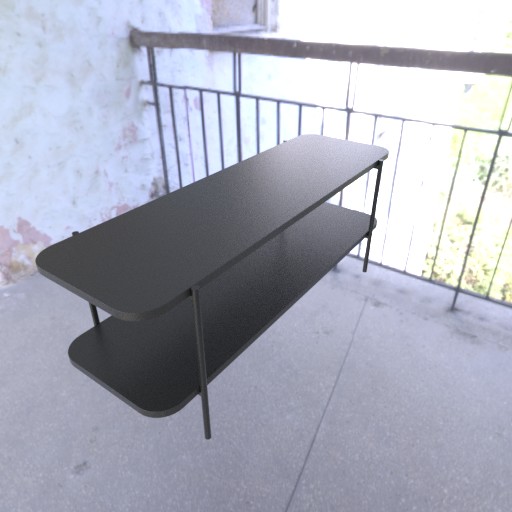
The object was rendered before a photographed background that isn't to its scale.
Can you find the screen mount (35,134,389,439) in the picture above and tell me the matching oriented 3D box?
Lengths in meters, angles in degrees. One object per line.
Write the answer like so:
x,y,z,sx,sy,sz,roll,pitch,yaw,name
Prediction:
0.000,0.000,1.390,0.400,0.447,1.200,21,37,30,screen mount
